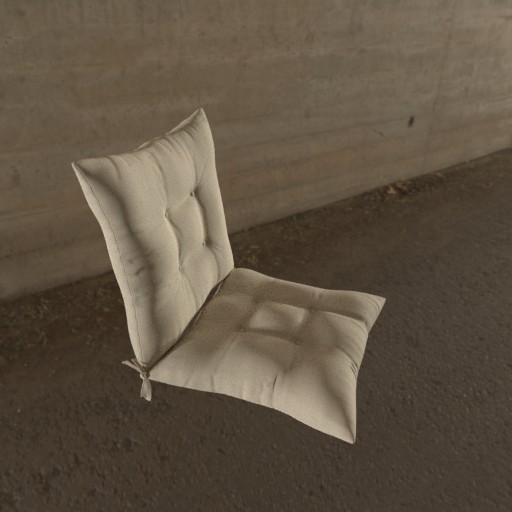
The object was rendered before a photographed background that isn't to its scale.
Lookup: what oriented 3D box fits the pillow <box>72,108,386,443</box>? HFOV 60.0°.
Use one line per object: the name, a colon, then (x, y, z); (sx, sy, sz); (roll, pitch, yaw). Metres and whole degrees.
pillow: (0.000, 0.000, 1.014); (0.585, 0.536, 0.541); (10, 31, 18)
